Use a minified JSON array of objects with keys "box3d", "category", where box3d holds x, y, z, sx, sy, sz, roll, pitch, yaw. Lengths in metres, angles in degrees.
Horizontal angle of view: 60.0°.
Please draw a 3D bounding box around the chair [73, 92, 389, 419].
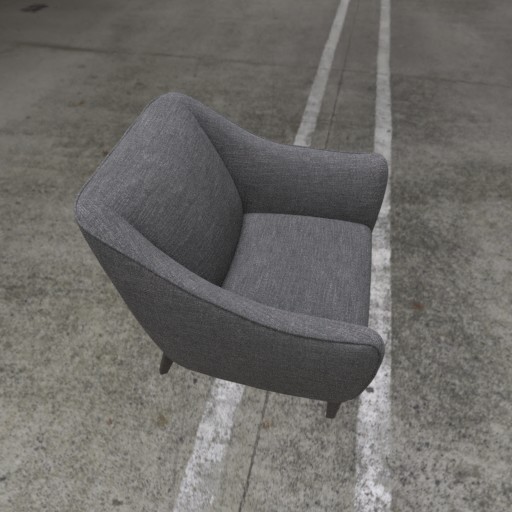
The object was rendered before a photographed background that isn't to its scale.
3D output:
[{"box3d":[0.000,0.000,1.554,0.851,0.829,0.870,9,47,8],"category":"chair"}]
